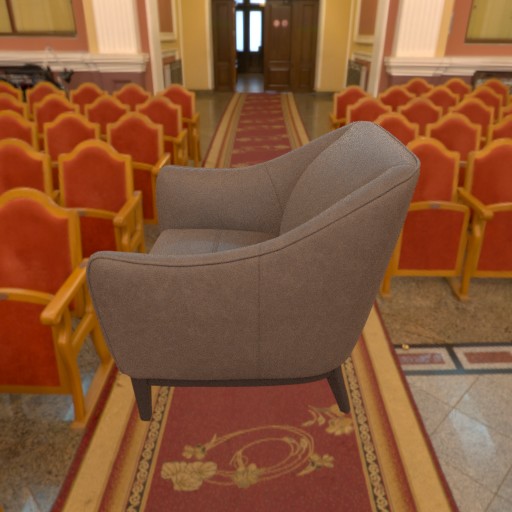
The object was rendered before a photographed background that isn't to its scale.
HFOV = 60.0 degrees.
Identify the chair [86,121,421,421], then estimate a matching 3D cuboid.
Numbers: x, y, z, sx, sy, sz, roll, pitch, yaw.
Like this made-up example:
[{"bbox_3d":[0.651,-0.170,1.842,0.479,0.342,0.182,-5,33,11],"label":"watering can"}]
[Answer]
[{"bbox_3d":[0.000,0.000,1.535,0.852,0.830,0.871,1,27,1],"label":"chair"}]
